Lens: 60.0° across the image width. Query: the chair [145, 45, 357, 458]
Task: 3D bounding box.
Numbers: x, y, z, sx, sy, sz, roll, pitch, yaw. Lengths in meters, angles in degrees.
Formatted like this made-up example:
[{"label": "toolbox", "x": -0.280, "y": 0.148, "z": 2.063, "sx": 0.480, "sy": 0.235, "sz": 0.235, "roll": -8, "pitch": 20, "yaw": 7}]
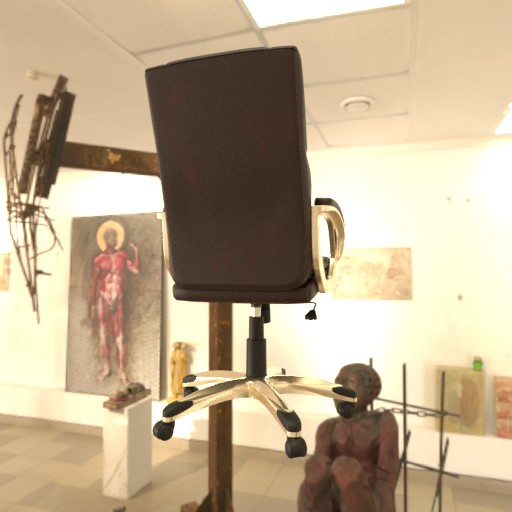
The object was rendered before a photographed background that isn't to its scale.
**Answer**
[{"label": "chair", "x": 0.000, "y": 0.000, "z": 1.539, "sx": 0.662, "sy": 1.107, "sz": 0.739, "roll": 0, "pitch": -2, "yaw": 18}]
